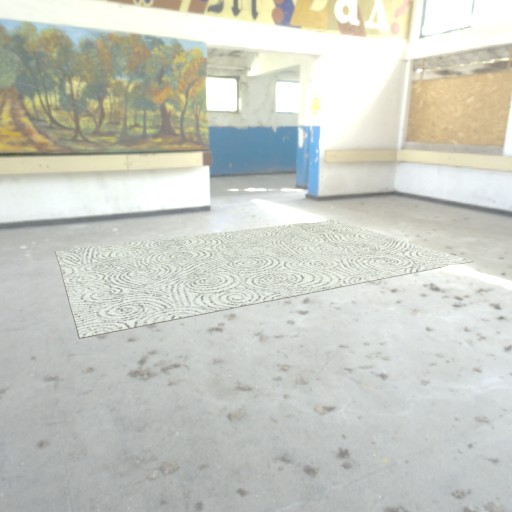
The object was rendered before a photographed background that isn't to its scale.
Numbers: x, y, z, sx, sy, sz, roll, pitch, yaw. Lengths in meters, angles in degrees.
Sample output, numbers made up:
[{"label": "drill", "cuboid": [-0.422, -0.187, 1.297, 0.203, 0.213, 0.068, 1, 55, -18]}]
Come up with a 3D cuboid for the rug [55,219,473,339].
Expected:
[{"label": "rug", "cuboid": [0.000, 0.000, 3.035, 2.439, 0.005, 1.524, -8, 18, -26]}]
